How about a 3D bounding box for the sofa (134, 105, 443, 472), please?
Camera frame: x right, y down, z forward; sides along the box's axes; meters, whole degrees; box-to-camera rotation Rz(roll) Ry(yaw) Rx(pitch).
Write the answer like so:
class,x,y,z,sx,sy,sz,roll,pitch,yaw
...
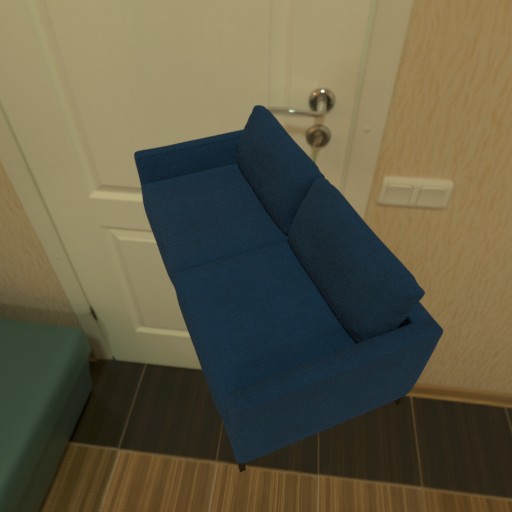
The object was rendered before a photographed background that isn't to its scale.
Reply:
class,x,y,z,sx,sy,sz,roll,pitch,yaw
sofa,0.000,0.000,2.228,0.875,0.817,1.676,-16,48,-15
